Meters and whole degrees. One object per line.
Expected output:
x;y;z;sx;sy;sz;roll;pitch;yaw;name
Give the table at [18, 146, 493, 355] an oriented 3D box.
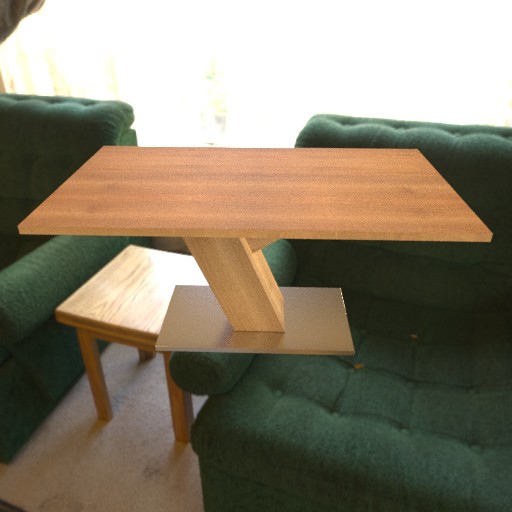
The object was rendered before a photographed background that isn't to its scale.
0.000;0.000;2.069;1.600;0.750;0.900;1;31;2;table
